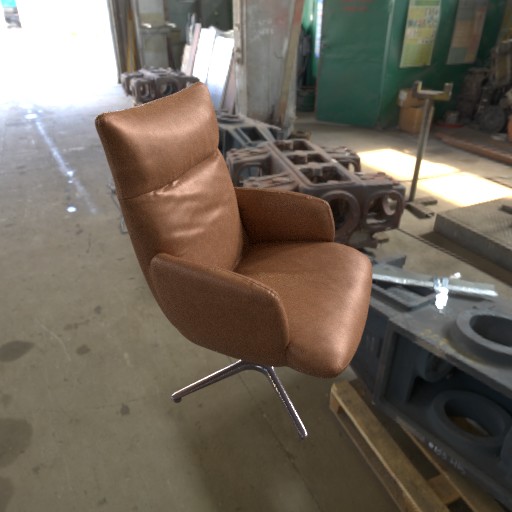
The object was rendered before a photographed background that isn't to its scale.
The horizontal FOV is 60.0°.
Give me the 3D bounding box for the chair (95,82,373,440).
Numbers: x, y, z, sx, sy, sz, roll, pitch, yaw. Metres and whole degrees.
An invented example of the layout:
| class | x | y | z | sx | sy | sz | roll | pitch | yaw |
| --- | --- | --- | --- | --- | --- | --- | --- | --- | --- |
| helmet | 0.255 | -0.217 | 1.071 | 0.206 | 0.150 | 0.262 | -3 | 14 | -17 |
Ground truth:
| class | x | y | z | sx | sy | sz | roll | pitch | yaw |
| --- | --- | --- | --- | --- | --- | --- | --- | --- | --- |
| chair | 0.000 | 0.000 | 1.533 | 0.794 | 1.027 | 0.711 | 10 | 31 | 17 |
